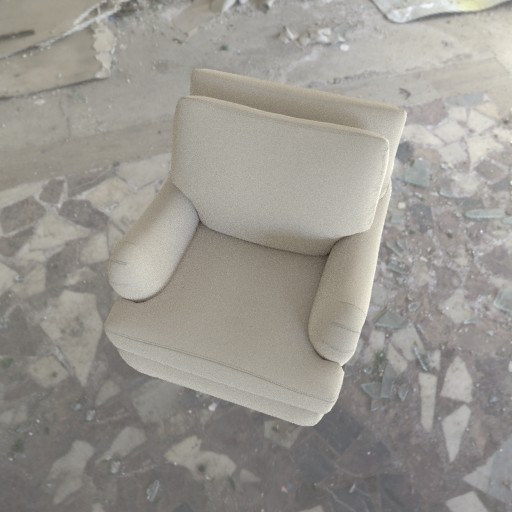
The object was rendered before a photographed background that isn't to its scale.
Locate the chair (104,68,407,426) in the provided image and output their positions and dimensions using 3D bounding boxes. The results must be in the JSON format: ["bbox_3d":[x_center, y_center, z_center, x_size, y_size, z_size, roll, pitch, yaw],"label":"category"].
[{"bbox_3d":[0.000,0.000,1.870,0.955,1.038,1.070,15,58,10],"label":"chair"}]
